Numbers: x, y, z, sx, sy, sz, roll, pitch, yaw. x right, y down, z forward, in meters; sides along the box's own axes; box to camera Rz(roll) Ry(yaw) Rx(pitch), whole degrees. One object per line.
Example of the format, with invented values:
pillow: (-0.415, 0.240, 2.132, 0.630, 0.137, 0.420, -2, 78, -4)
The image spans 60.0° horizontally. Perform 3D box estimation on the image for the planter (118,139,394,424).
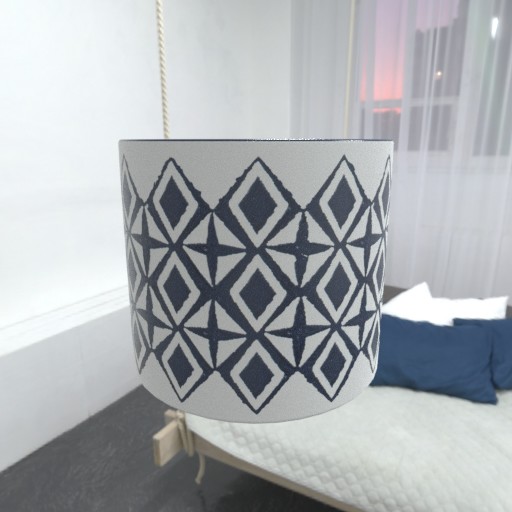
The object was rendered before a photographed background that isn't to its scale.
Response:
planter: (0.000, 0.000, 0.324, 0.182, 0.165, 0.182, 0, 15, 0)
